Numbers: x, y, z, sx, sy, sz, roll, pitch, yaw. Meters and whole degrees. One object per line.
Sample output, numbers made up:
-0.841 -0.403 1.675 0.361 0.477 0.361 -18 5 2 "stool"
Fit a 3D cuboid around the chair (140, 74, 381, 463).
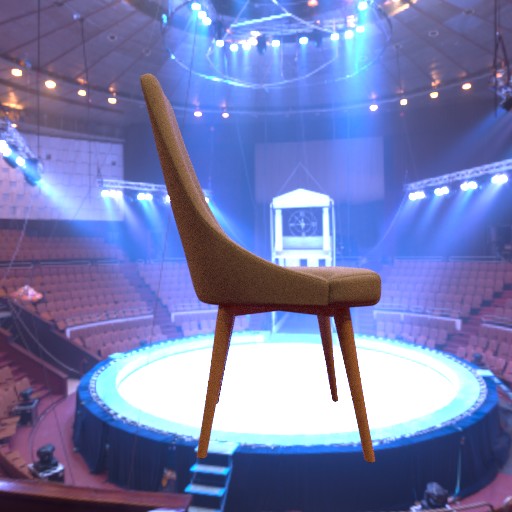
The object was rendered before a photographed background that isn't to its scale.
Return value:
0.000 0.000 1.347 0.660 1.040 0.510 0 0 0 "chair"
